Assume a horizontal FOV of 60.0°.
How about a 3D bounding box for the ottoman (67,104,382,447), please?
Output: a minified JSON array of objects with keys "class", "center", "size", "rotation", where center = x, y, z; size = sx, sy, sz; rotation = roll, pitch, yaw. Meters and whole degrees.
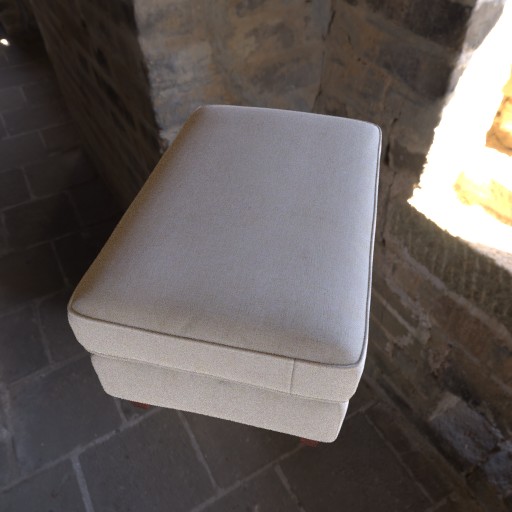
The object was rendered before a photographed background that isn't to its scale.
[{"class":"ottoman","center":[0.000,0.000,1.218],"size":[0.583,0.484,0.862],"rotation":[10,47,9]}]
